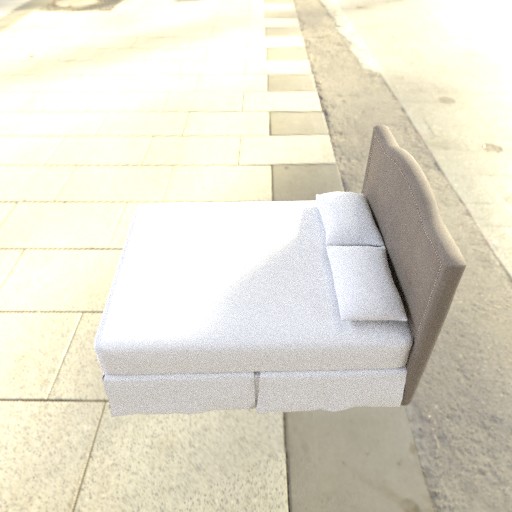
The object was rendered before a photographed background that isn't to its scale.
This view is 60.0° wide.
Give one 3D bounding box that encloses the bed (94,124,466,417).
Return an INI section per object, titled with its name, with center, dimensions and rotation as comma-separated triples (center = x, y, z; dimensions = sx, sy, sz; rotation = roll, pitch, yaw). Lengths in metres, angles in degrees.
[bed]
center = 0.000, 0.000, 3.273
dimensions = 2.128, 1.441, 1.744
rotation = -1, 41, -1
